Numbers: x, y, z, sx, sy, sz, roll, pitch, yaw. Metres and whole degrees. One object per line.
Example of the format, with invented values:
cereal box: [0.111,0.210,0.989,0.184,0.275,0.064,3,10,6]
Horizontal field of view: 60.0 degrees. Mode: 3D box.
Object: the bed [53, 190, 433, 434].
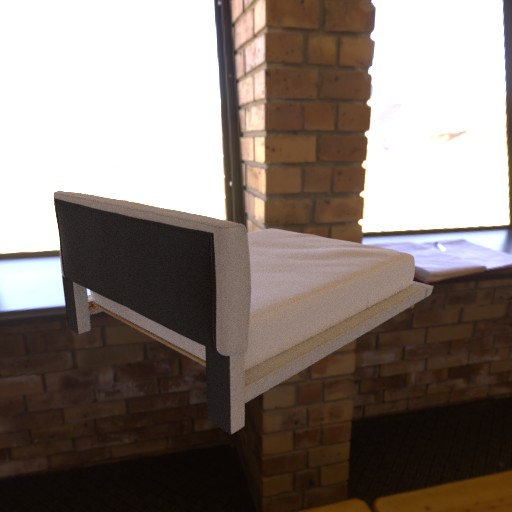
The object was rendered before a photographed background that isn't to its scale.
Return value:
bed: [0.000,0.000,3.638,1.980,1.126,2.498,14,20,42]
